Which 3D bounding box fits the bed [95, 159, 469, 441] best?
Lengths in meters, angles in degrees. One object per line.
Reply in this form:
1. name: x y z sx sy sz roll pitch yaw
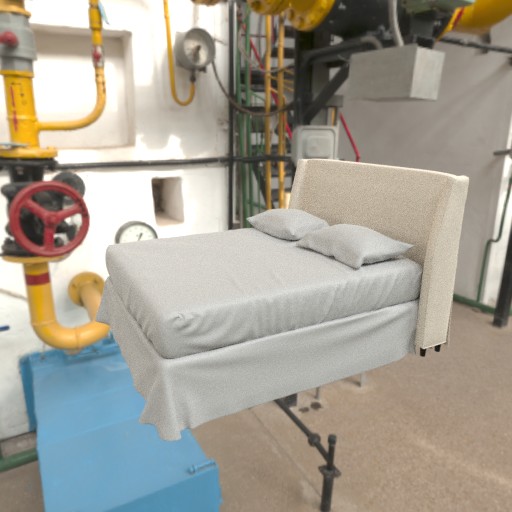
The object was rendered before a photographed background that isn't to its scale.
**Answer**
1. bed: 0.000 0.000 3.452 2.276 1.332 1.925 -8 18 -27
